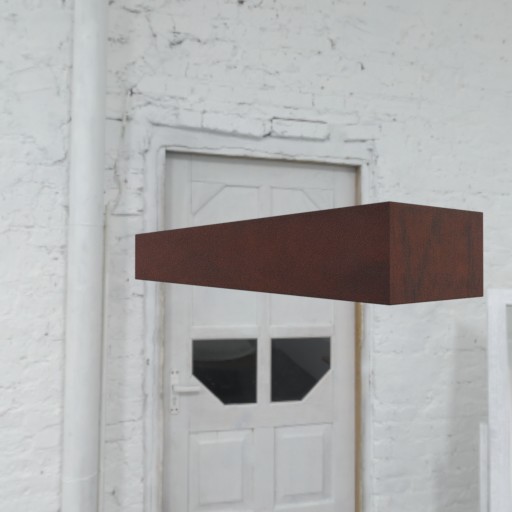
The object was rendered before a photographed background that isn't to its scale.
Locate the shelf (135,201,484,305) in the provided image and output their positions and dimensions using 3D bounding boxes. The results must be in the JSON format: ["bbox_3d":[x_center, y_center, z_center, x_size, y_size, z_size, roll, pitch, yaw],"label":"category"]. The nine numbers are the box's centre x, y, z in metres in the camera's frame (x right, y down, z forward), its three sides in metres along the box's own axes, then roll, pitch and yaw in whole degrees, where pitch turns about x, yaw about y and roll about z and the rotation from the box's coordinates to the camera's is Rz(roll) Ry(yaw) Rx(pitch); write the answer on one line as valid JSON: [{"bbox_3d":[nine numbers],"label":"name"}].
[{"bbox_3d":[0.000,0.000,0.666,0.152,0.088,0.607,0,-1,-35],"label":"shelf"}]
